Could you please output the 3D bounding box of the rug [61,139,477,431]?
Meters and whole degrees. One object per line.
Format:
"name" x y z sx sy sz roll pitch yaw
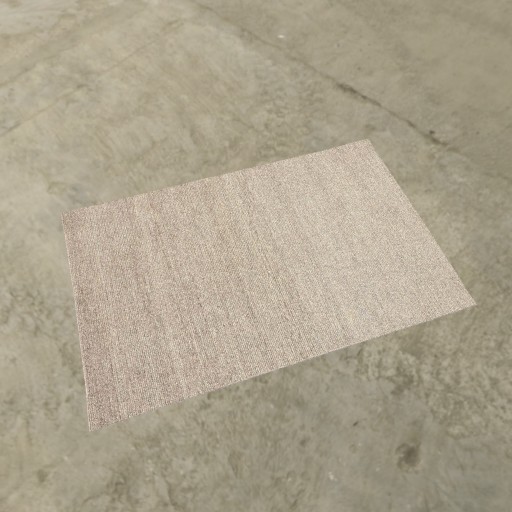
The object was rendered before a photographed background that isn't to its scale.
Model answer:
"rug" 0.000 0.000 2.199 1.792 0.021 1.154 -15 59 -10
